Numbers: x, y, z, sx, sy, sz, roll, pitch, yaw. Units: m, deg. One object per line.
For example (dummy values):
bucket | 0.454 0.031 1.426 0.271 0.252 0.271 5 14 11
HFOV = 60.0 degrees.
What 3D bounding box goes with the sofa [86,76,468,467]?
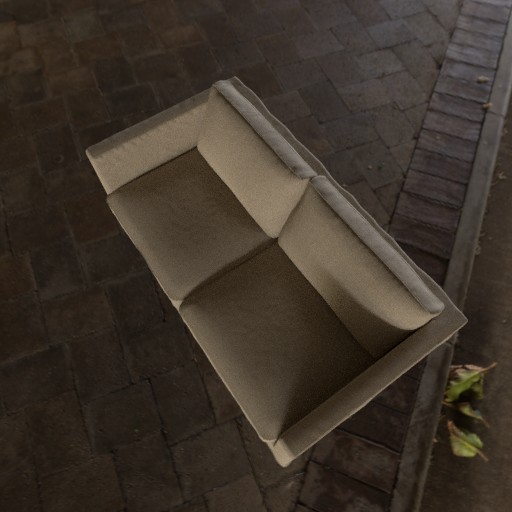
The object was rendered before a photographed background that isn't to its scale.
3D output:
sofa | 0.000 0.000 2.272 0.956 0.828 1.766 -32 68 -15
